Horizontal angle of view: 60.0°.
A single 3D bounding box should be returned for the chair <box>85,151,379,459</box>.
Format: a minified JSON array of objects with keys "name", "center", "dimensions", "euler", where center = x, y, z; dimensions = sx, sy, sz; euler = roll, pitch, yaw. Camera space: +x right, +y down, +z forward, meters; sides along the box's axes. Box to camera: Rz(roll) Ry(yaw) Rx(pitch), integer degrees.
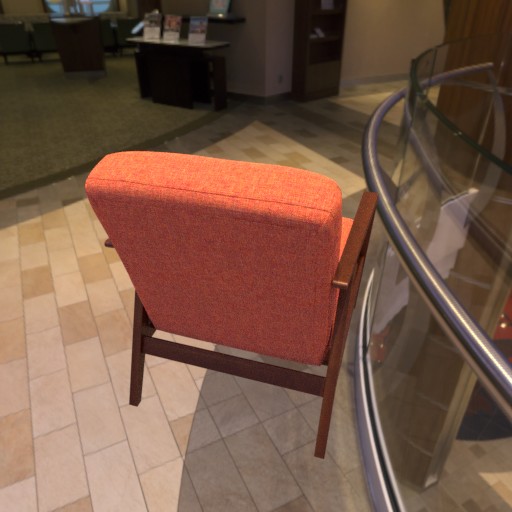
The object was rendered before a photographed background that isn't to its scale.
[{"name":"chair","center":[0.000,0.000,1.499],"dimensions":[0.719,0.890,0.860],"euler":[10,33,15]}]
